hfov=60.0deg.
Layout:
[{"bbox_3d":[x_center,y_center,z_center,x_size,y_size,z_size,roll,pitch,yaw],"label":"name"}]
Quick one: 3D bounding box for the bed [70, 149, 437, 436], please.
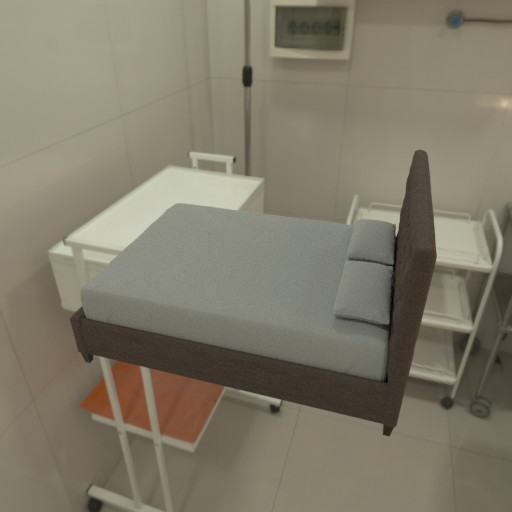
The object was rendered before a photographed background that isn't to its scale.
[{"bbox_3d":[0.000,0.000,3.507,2.387,1.427,1.698,9,32,14],"label":"bed"}]
